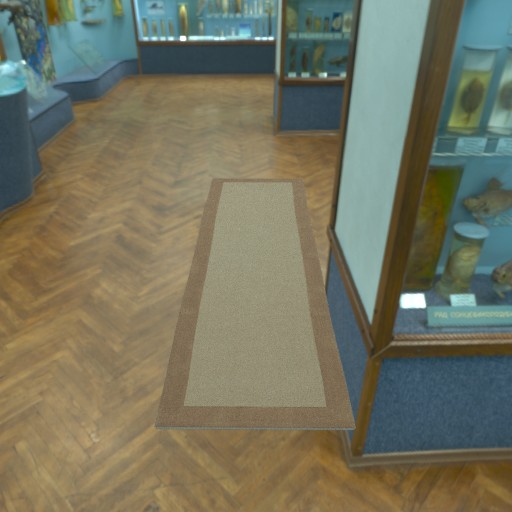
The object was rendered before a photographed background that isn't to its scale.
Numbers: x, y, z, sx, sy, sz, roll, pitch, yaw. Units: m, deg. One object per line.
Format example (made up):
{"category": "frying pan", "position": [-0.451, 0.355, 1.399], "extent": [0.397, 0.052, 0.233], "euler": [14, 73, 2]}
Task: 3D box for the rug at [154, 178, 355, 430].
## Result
{"category": "rug", "position": [0.000, 0.000, 2.688], "extent": [0.767, 0.012, 2.430], "euler": [0, 32, 0]}
